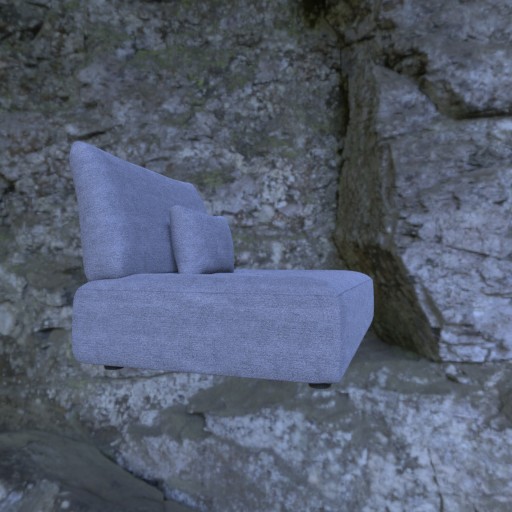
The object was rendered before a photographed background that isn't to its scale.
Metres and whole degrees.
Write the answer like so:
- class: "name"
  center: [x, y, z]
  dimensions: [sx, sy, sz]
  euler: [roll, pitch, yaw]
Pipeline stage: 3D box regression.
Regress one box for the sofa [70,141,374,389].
- class: "sofa"
  center: [0.000, 0.000, 2.094]
  dimensions: [1.002, 0.820, 1.450]
  euler: [0, -1, 18]
